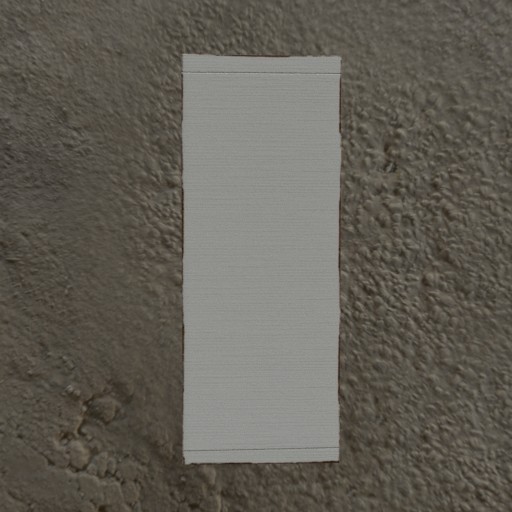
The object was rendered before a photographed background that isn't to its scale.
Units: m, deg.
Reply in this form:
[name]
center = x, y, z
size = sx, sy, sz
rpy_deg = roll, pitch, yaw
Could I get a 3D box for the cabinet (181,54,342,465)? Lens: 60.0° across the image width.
[cabinet]
center = 0.000, 0.000, 0.886
size = 0.210, 0.603, 0.541
rpy_deg = 0, 91, -1
